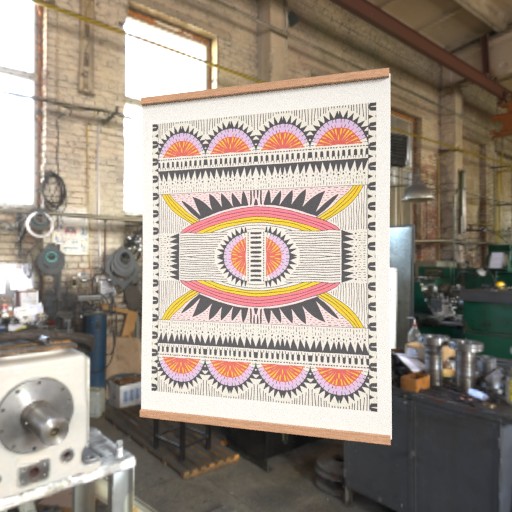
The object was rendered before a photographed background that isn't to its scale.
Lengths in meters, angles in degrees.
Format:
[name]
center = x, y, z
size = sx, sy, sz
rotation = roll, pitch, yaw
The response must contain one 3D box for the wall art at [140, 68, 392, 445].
[wall art]
center = 0.000, 0.000, 1.314
size = 0.765, 1.016, 0.028
rotation = 0, -1, 17
